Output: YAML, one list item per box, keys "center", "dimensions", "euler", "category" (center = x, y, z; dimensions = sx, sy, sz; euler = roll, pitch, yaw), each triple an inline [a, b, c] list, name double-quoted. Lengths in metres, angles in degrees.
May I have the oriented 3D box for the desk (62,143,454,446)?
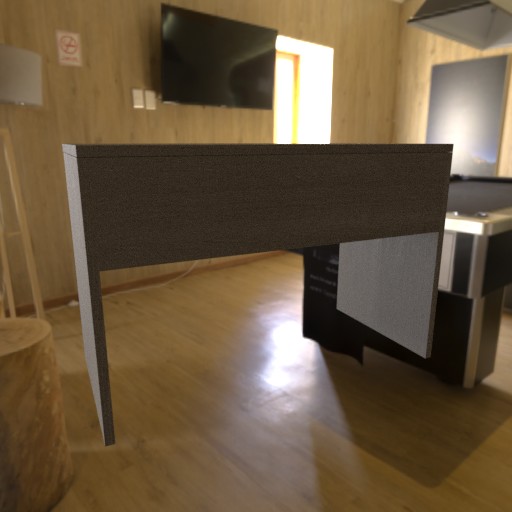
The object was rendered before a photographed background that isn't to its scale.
- center: [0.000, 0.000, 1.486]
  dimensions: [1.099, 0.729, 0.557]
  euler: [-7, 16, -25]
  category: "desk"
